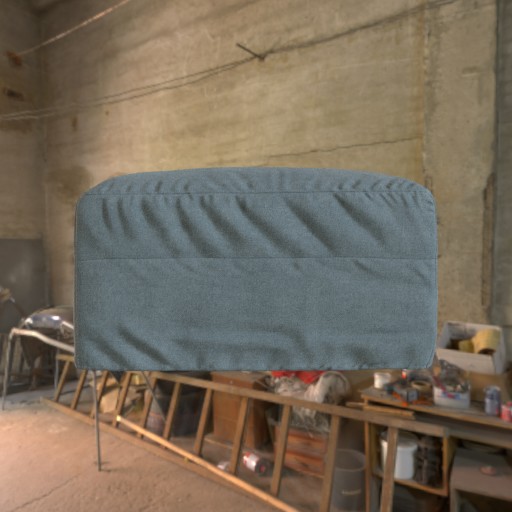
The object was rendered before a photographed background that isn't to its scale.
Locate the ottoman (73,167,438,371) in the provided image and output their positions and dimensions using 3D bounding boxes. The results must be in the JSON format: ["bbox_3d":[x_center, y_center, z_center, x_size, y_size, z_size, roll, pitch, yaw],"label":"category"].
[{"bbox_3d":[0.000,0.000,1.284,0.837,0.481,0.683,0,2,0],"label":"ottoman"}]
